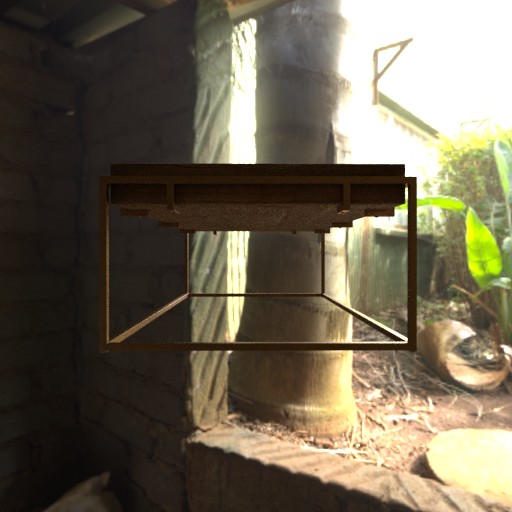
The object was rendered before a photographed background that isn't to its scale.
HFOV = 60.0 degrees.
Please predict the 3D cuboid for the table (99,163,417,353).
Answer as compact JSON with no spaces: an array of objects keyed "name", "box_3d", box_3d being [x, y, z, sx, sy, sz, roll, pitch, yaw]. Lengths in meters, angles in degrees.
[{"name":"table","box_3d":[0.000,0.000,1.773,0.775,0.468,1.387,0,0,-1]}]
